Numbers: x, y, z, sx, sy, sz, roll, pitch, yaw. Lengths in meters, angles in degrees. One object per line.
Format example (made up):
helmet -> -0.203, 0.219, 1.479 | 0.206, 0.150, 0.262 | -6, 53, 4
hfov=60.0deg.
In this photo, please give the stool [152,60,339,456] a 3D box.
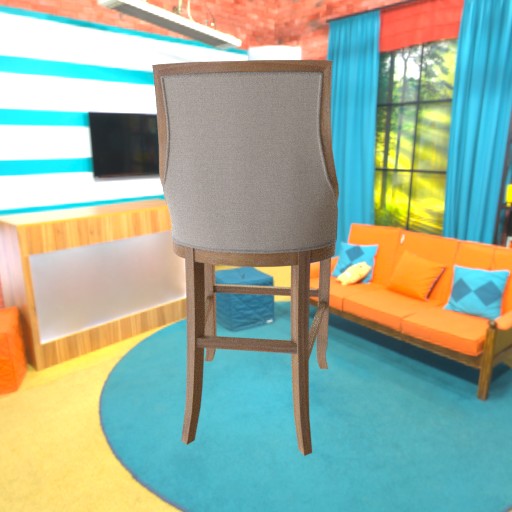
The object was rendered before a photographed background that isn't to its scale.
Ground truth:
stool -> 0.000, 0.000, 1.460 | 0.524, 1.101, 0.626 | 2, 15, 8
